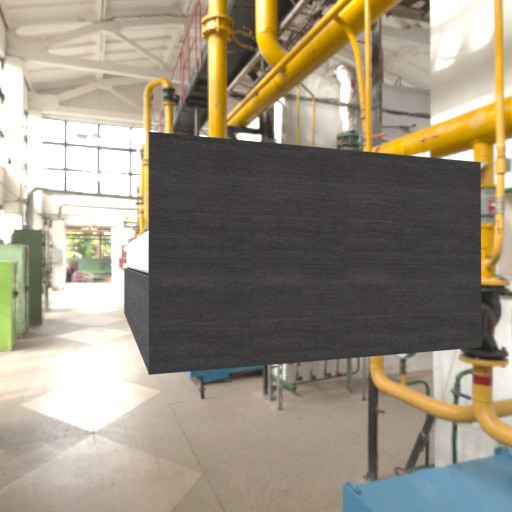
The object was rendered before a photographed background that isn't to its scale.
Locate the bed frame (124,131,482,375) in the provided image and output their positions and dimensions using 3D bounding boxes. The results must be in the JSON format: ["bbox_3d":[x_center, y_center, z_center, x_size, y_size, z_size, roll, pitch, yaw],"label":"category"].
[{"bbox_3d":[0.000,0.000,2.582,1.400,0.800,1.900,0,-1,-19],"label":"bed frame"}]
